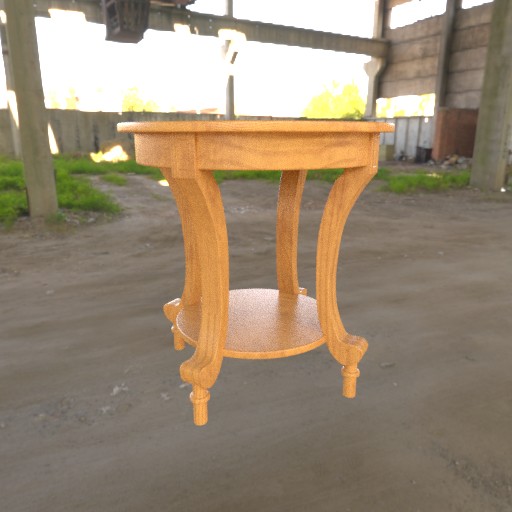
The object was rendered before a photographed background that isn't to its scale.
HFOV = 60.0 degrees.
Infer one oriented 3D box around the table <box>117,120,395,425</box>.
[{"bbox_3d":[0.000,0.000,1.075,0.597,0.612,0.597,0,15,0],"label":"table"}]
